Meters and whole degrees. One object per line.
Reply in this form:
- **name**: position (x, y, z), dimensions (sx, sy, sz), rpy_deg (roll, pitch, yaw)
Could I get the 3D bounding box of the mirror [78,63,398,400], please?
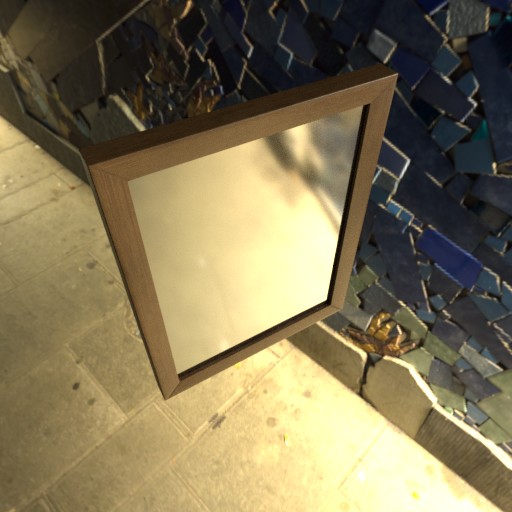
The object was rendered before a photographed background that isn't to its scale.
- **mirror**: position (0.000, 0.000, 0.699), dimensions (0.405, 0.508, 0.041), rpy_deg (-23, 51, -20)
